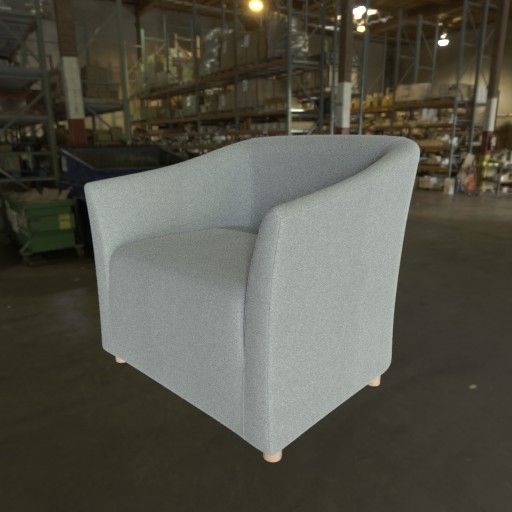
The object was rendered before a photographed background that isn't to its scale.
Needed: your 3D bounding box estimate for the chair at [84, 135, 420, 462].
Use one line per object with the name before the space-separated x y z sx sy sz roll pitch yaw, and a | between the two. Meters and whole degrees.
chair | 0.000 0.000 1.353 0.790 0.720 0.700 14 20 42
